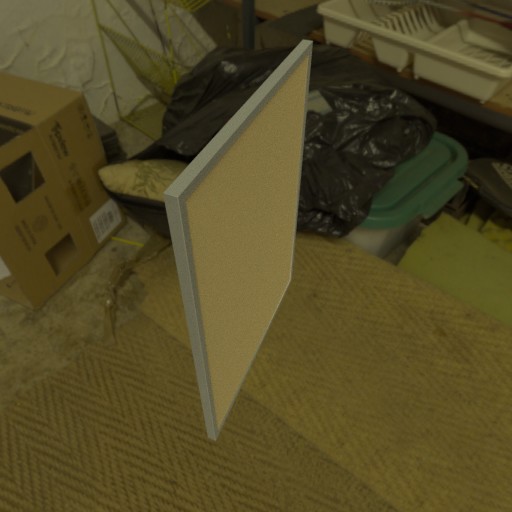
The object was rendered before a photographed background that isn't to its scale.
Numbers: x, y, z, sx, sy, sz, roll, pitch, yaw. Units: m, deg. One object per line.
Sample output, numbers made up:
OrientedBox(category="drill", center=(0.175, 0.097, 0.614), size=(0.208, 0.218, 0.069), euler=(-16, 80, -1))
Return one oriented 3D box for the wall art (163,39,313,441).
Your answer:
OrientedBox(category="wall art", center=(0.000, 0.000, 1.400), size=(0.034, 1.042, 0.789), euler=(16, 48, 15))
